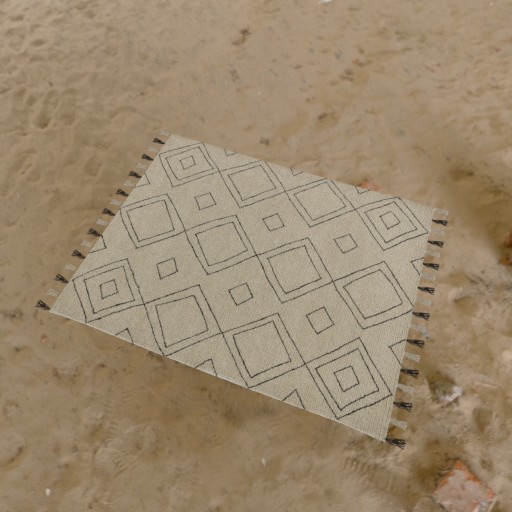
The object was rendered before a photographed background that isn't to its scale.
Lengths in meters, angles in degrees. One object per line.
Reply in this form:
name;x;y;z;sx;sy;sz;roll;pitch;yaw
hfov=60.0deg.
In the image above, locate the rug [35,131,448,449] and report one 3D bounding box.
rug;0.000;0.000;4.119;3.221;0.026;2.342;18;60;11
